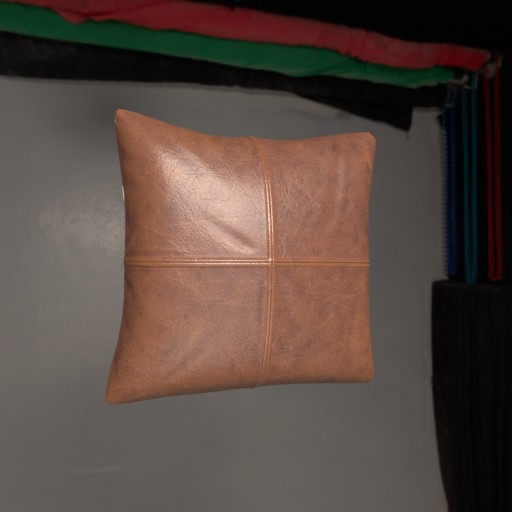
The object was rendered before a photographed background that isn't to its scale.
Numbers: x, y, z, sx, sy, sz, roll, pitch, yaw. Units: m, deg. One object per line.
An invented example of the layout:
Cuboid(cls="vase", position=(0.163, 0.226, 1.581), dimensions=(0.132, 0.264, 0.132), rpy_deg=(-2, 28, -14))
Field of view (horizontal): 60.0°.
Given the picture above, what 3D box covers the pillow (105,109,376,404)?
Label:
Cuboid(cls="pillow", position=(0.000, 0.000, 0.756), dimensions=(0.484, 0.470, 0.192), rpy_deg=(0, -1, -18))
